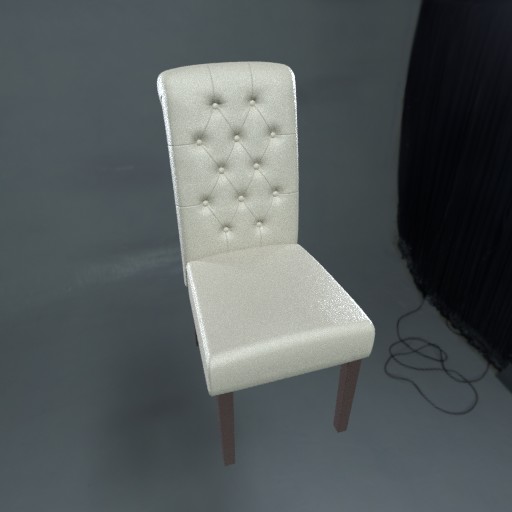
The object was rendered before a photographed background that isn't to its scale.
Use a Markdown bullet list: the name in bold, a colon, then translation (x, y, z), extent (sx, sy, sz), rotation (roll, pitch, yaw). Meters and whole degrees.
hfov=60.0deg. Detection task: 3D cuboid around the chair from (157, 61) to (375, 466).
- **chair**: translation (0.000, 0.000, 1.347), extent (0.456, 1.006, 0.671), rotation (-10, 34, -15)
